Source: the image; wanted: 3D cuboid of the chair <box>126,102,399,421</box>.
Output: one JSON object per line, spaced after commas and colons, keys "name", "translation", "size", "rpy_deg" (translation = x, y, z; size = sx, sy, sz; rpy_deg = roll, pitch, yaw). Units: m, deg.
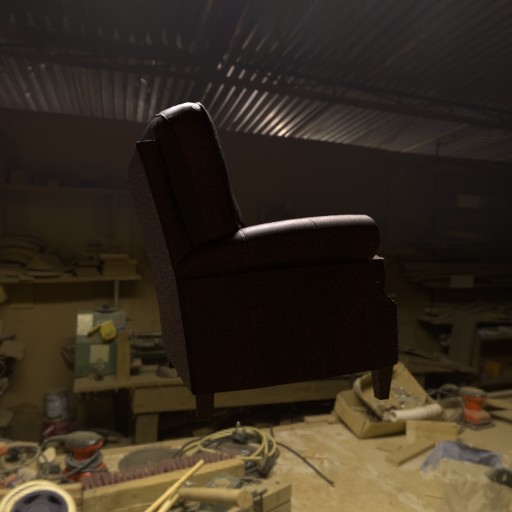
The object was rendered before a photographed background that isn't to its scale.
{"name": "chair", "translation": [0.000, 0.000, 1.798], "size": [0.986, 1.018, 0.936], "rpy_deg": [0, 0, -19]}
